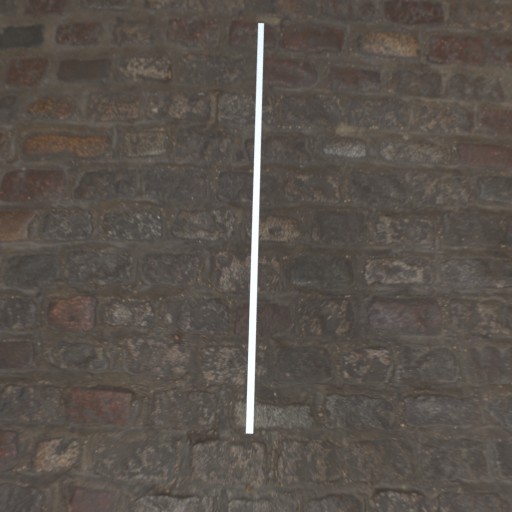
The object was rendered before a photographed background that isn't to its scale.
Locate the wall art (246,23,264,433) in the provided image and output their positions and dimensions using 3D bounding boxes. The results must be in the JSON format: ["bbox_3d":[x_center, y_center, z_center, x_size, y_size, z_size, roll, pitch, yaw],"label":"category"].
[{"bbox_3d":[0.000,0.000,0.692,0.007,0.456,0.456,1,76,0],"label":"wall art"}]
